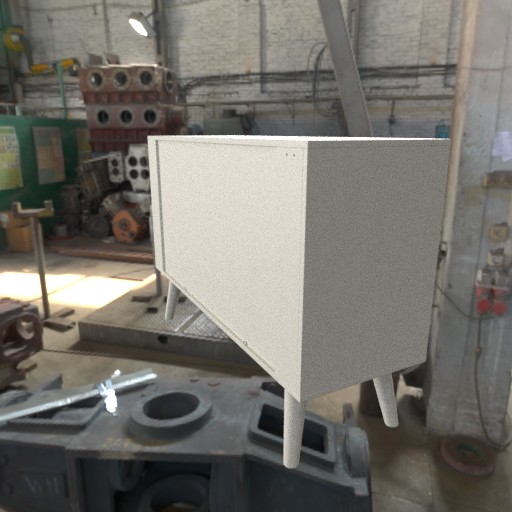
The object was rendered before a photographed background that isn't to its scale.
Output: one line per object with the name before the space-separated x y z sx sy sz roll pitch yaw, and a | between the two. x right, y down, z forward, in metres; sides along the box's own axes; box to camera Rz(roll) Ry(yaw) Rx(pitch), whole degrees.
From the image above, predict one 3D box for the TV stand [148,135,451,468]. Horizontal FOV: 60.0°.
TV stand | 0.000 0.000 1.566 0.406 0.812 1.193 -8 18 -27
